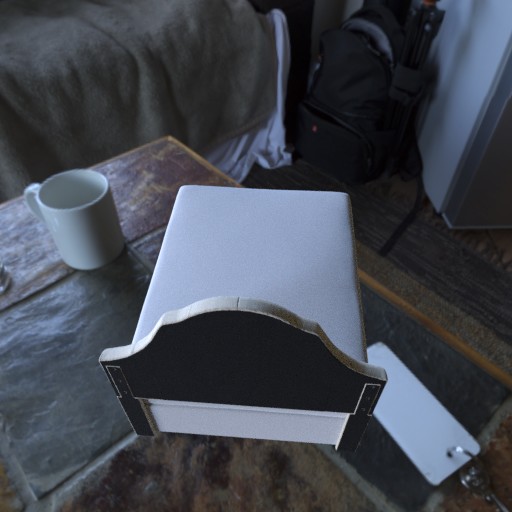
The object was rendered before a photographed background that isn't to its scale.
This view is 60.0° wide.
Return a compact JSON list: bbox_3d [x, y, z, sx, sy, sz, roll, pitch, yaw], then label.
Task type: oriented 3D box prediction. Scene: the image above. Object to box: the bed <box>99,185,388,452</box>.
[{"bbox_3d":[0.000,0.000,3.201,1.627,1.575,2.092,3,47,3],"label":"bed"}]
